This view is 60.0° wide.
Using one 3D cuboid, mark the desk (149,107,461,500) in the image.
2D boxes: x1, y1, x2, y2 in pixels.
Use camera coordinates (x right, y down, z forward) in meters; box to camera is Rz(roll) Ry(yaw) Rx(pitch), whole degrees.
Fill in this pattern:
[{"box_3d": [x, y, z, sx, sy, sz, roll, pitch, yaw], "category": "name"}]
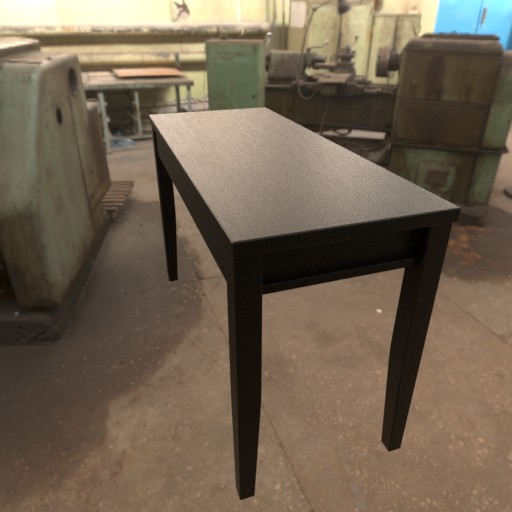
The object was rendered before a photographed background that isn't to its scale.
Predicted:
[{"box_3d": [0.000, 0.000, 1.561, 0.508, 0.775, 1.220, -9, 30, -17], "category": "desk"}]
